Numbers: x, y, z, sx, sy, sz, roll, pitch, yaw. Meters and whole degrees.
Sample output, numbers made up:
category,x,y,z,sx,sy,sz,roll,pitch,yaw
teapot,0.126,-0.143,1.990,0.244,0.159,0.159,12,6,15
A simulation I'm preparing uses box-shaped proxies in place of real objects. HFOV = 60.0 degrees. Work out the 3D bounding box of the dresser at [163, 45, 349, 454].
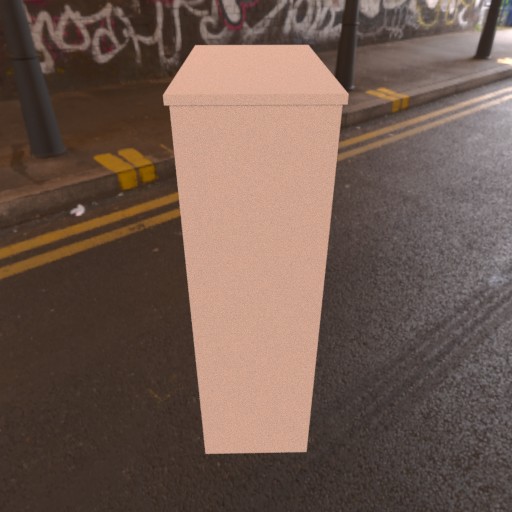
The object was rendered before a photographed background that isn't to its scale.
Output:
category,x,y,z,sx,sy,sz,roll,pitch,yaw
dresser,0.000,0.000,1.555,0.399,1.255,0.704,-1,33,-1
